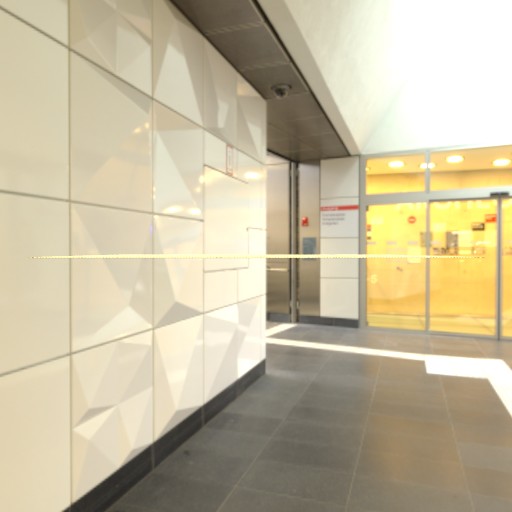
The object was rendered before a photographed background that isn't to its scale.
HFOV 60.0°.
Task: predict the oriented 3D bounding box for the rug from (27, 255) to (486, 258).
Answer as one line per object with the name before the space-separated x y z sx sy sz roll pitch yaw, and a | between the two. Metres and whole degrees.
rug | 0.000 0.000 2.365 1.835 0.003 1.206 0 1 -1
